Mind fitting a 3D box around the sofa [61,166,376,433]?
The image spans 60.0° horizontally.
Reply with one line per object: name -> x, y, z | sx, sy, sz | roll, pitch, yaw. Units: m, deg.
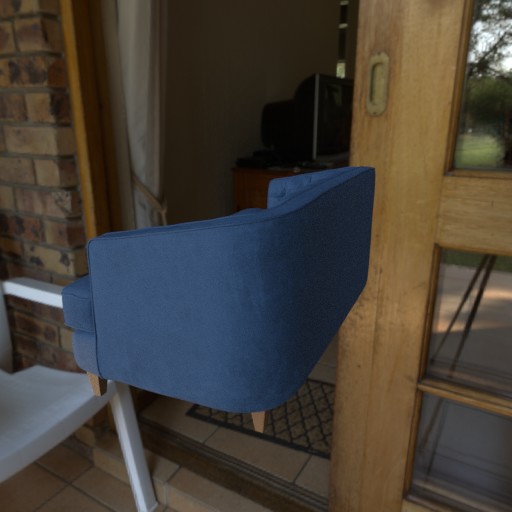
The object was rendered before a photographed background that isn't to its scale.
sofa -> 0.000, 0.000, 2.276 | 0.941, 0.854, 1.733 | 8, 19, 24
